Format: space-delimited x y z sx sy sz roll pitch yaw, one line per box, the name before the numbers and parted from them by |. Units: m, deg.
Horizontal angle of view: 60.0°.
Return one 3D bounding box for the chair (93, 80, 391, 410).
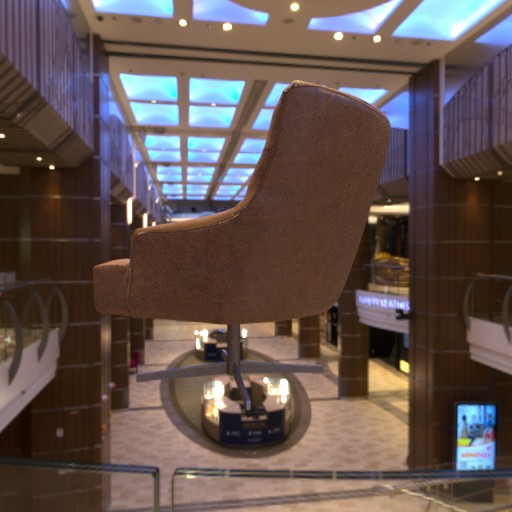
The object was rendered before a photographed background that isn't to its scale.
chair | 0.000 0.000 1.522 0.874 0.869 0.729 0 1 35
